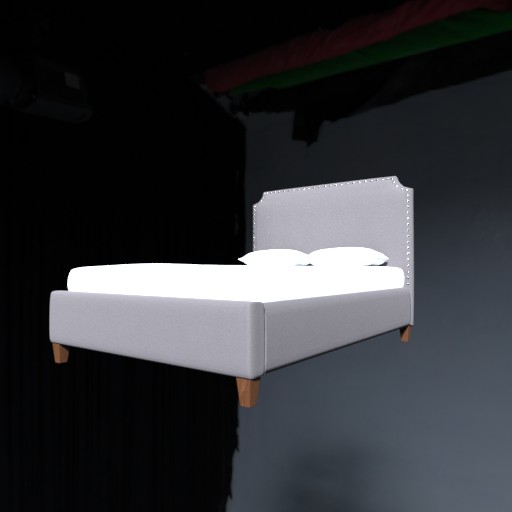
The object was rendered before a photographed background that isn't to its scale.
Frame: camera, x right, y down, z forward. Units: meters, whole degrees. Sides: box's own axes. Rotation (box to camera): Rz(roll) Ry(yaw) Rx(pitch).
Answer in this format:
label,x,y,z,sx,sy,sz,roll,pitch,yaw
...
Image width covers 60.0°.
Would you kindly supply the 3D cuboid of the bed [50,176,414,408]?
label,x,y,z,sx,sy,sz,roll,pitch,yaw
bed,0.000,0.000,3.415,1.713,1.443,2.372,-1,-2,36
